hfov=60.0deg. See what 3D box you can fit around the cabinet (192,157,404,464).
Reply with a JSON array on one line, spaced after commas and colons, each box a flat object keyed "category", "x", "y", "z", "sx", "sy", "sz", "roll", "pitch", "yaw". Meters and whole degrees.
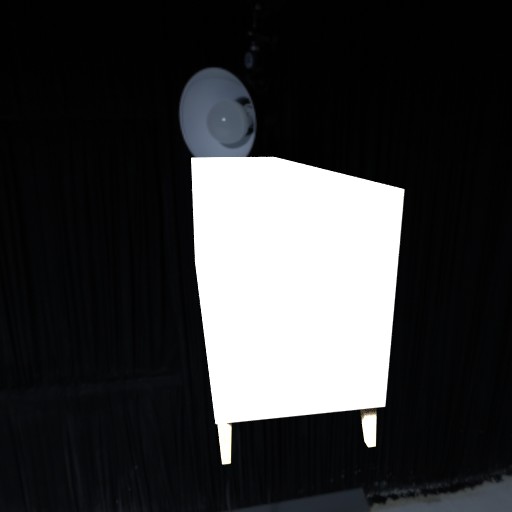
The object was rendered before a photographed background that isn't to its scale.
[{"category": "cabinet", "x": 0.000, "y": 0.000, "z": 1.988, "sx": 0.500, "sy": 0.780, "sz": 1.649, "roll": -3, "pitch": 16, "yaw": -9}]
